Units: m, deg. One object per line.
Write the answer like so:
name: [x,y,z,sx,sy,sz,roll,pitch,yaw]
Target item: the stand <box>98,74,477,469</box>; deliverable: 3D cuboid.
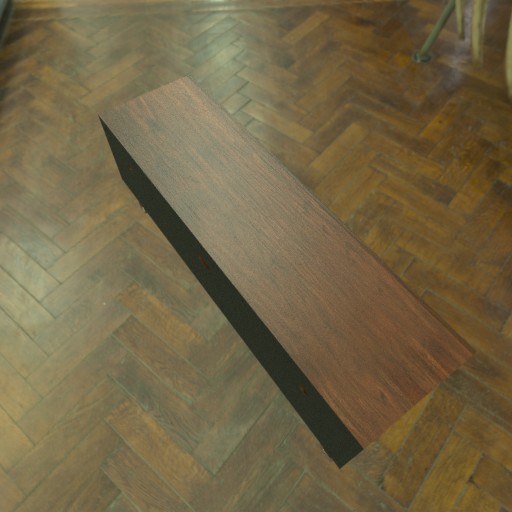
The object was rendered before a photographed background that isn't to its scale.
stand: [0.000,0.000,1.855,0.481,0.610,1.626,-31,63,-18]
